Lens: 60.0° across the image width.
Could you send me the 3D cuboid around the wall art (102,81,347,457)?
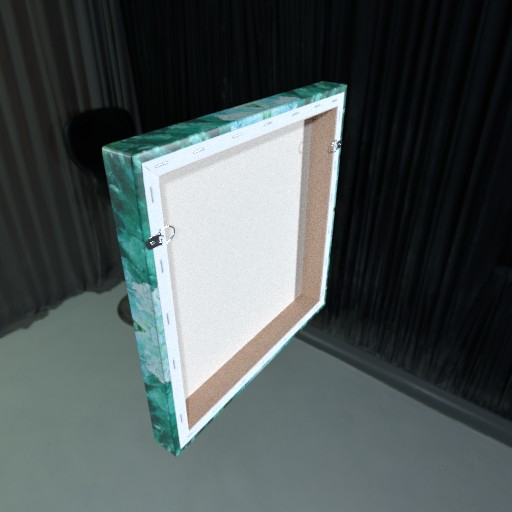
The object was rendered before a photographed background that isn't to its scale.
[{"bbox_3d":[0.000,0.000,0.481,0.033,0.313,0.313,20,36,30],"label":"wall art"}]
